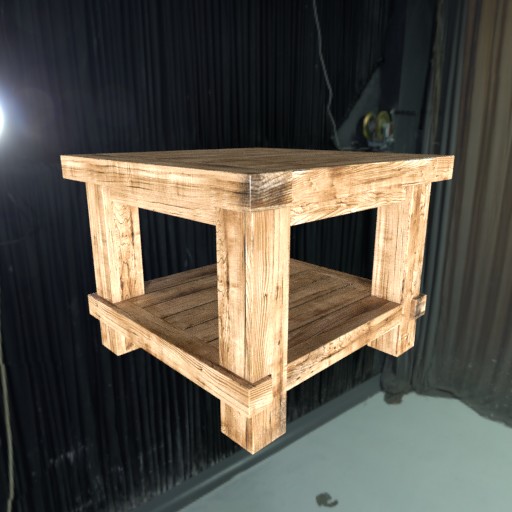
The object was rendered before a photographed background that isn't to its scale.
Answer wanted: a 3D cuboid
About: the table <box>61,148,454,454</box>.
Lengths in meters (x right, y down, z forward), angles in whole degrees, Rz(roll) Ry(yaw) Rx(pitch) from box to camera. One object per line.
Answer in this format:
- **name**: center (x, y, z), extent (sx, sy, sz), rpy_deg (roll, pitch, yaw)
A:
- **table**: center (0.000, 0.000, 1.031), extent (0.610, 0.457, 0.610), rpy_deg (-15, 22, -42)
